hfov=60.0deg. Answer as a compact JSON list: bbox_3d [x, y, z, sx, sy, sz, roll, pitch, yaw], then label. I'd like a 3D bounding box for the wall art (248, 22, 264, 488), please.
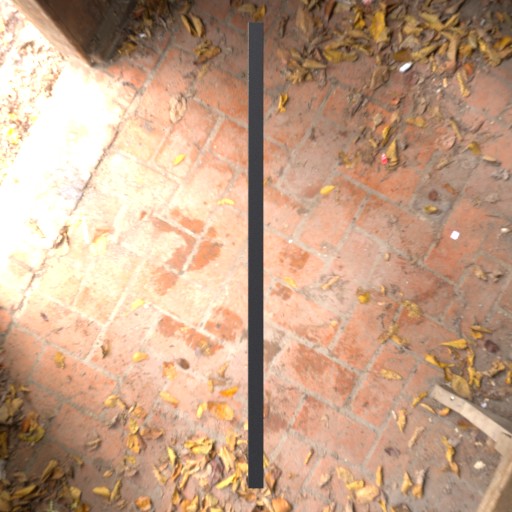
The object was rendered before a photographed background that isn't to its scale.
[{"bbox_3d":[0.000,0.000,0.563,0.016,0.306,0.432,0,89,0],"label":"wall art"}]
